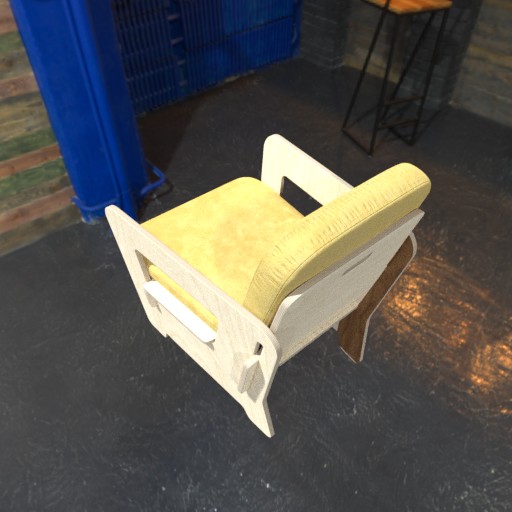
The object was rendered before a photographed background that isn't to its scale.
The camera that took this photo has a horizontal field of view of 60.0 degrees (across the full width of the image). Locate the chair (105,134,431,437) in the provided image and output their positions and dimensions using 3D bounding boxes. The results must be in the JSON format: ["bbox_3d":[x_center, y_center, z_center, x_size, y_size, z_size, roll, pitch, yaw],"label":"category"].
[{"bbox_3d":[0.000,0.000,1.282,0.590,0.800,0.710,-30,52,-27],"label":"chair"}]
